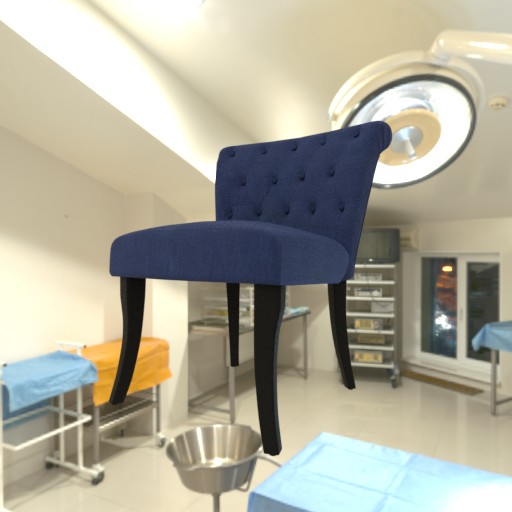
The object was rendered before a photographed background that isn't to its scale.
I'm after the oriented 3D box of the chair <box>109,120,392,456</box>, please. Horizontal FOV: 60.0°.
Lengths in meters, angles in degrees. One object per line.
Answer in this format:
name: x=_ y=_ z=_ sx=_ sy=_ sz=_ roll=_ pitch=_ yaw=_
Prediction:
chair: x=0.000 y=0.000 z=1.214 sx=0.585 sy=0.753 sz=0.606 roll=0 pitch=1 yaw=36
